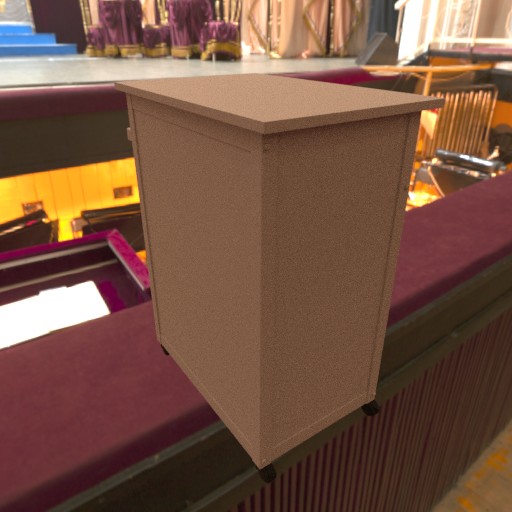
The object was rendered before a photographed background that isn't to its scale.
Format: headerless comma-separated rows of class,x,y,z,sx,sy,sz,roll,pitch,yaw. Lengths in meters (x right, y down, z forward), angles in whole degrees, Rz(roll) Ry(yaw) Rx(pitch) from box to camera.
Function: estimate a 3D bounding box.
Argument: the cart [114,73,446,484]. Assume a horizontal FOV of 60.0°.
cart,0.000,0.000,1.214,0.442,0.864,0.683,-18,32,-30
